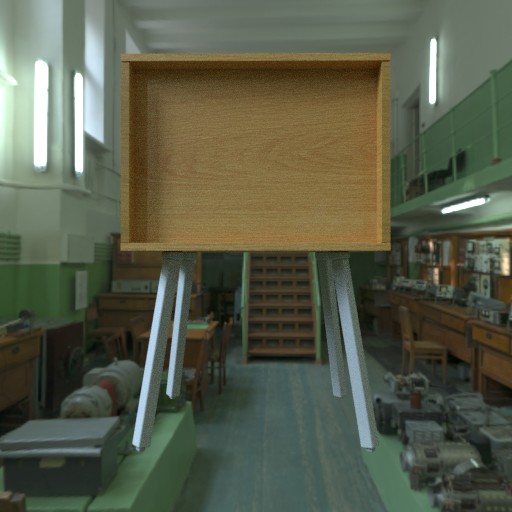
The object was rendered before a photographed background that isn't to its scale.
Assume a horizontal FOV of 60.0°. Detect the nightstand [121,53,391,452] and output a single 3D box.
[{"bbox_3d":[0.000,0.000,0.815,0.400,0.601,0.316,0,0,0],"label":"nightstand"}]
